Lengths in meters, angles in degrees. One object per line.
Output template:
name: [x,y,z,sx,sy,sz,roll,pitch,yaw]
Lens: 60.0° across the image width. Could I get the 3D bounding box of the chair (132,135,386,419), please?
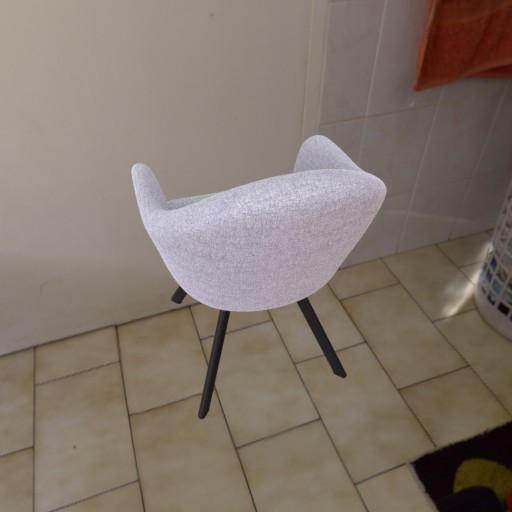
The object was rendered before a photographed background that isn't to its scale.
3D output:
chair: [0.000,0.000,1.174,0.540,0.780,0.570,-12,44,-13]
